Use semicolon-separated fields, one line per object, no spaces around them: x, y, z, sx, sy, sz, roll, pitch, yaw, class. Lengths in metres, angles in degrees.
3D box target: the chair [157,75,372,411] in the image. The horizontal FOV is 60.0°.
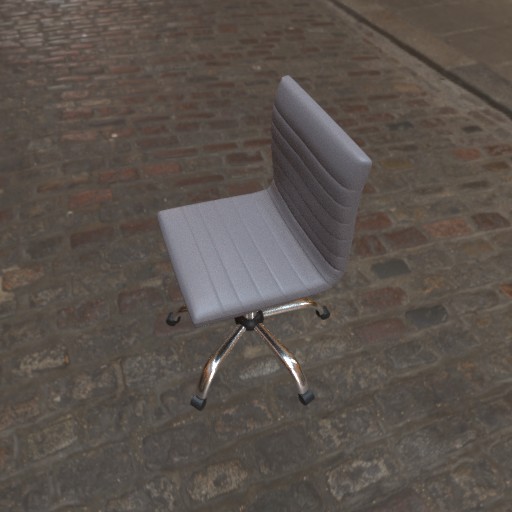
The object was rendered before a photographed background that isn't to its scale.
0.000;0.000;1.181;0.530;0.780;0.556;-15;48;-14;chair
